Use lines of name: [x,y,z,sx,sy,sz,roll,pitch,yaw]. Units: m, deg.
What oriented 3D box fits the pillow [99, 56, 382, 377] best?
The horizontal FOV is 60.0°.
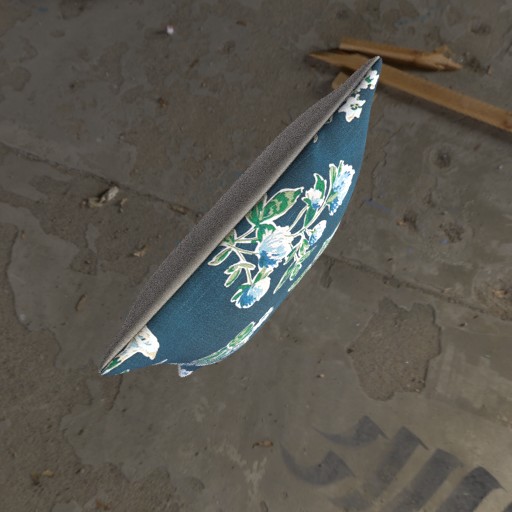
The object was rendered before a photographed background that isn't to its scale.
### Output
pillow: [0.000,0.000,0.773,0.166,0.508,0.525,39,79,9]
